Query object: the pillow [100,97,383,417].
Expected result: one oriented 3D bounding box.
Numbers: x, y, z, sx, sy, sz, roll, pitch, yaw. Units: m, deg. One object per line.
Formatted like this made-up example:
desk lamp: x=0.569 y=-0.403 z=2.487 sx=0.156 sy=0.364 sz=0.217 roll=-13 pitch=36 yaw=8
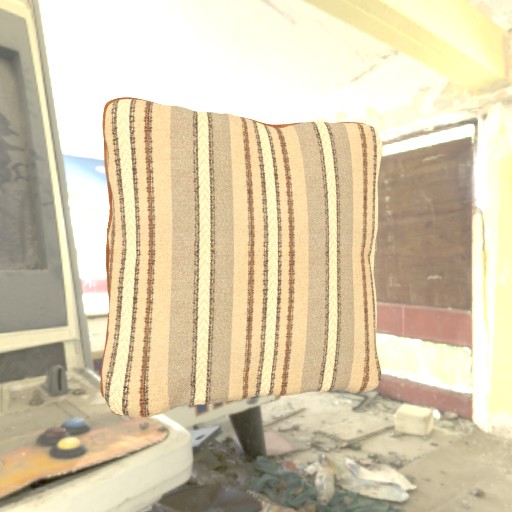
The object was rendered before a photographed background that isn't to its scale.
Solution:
pillow: x=0.000 y=0.000 z=0.739 sx=0.489 sy=0.490 sz=0.130 roll=0 pitch=0 yaw=-19
